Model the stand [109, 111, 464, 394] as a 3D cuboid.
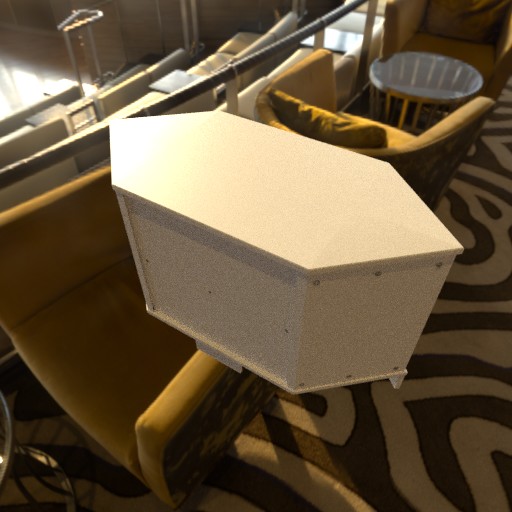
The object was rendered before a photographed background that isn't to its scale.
[{"bbox_3d":[0.000,0.000,1.383,1.072,0.614,0.477,24,50,22],"label":"stand"}]
